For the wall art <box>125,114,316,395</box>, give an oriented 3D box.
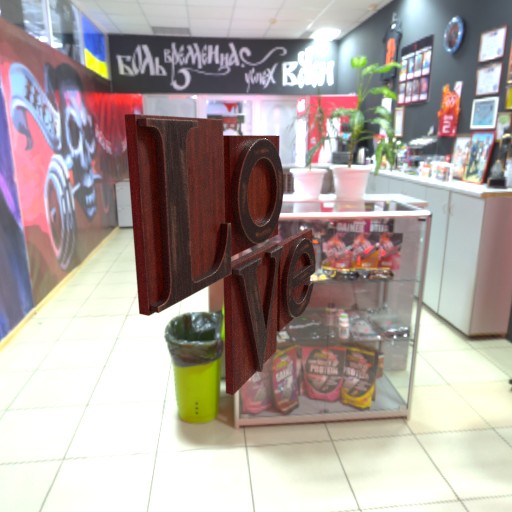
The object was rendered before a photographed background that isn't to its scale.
[{"bbox_3d":[0.000,0.000,0.856,0.030,0.497,0.635,7,17,26],"label":"wall art"}]
